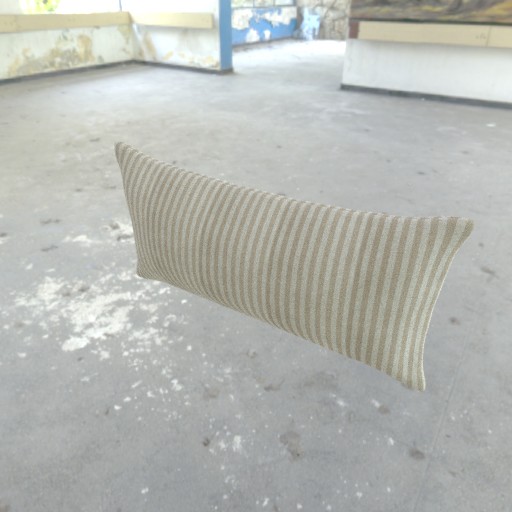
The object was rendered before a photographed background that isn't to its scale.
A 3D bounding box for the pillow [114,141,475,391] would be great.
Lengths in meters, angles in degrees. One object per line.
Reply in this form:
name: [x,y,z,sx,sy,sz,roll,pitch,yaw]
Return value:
pillow: [0.000,0.000,0.743,0.617,0.295,0.151,18,35,27]
